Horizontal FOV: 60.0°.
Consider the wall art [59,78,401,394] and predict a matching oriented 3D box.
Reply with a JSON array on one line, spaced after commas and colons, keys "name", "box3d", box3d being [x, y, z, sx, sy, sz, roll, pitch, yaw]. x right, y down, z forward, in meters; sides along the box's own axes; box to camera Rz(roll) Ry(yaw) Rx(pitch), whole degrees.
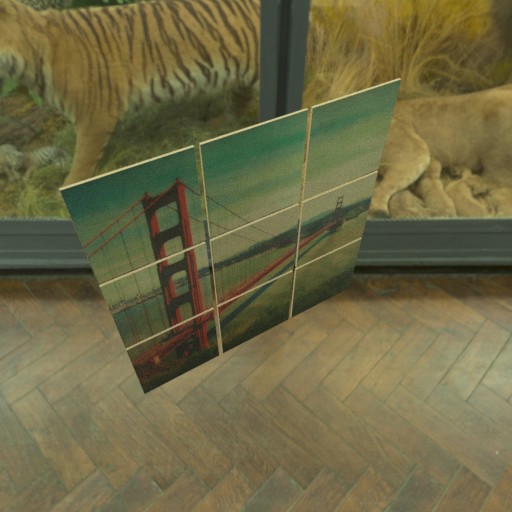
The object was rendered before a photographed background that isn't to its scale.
[{"name": "wall art", "box3d": [0.000, 0.000, 2.286, 1.519, 1.507, 0.014, -24, 52, -20]}]
